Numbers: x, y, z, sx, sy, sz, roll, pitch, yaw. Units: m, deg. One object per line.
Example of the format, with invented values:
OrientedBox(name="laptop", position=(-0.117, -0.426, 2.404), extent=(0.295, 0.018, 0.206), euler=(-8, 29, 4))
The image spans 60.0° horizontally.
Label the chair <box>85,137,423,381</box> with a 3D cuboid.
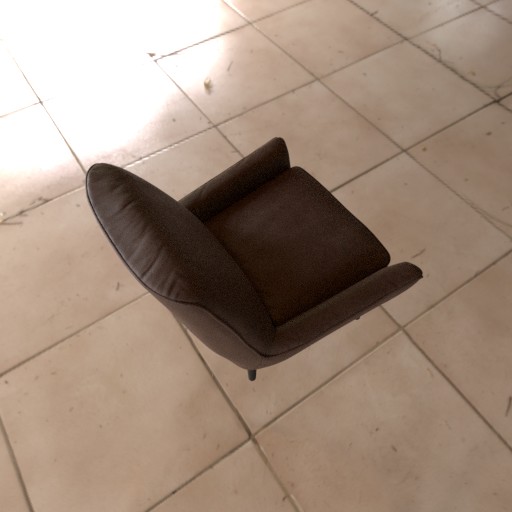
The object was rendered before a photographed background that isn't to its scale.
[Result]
OrientedBox(name="chair", position=(0.000, 0.000, 1.506), extent=(0.824, 0.888, 0.787), euler=(-31, 62, -18))
